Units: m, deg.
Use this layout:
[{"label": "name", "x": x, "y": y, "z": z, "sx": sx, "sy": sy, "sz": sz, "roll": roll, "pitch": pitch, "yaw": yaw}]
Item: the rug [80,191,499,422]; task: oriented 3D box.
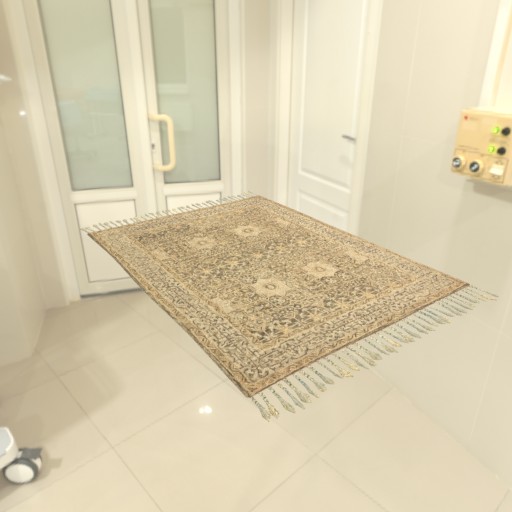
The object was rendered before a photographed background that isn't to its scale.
[{"label": "rug", "x": 0.000, "y": 0.000, "z": 2.952, "sx": 1.619, "sy": 0.023, "sz": 2.465, "roll": -17, "pitch": 30, "yaw": -32}]
